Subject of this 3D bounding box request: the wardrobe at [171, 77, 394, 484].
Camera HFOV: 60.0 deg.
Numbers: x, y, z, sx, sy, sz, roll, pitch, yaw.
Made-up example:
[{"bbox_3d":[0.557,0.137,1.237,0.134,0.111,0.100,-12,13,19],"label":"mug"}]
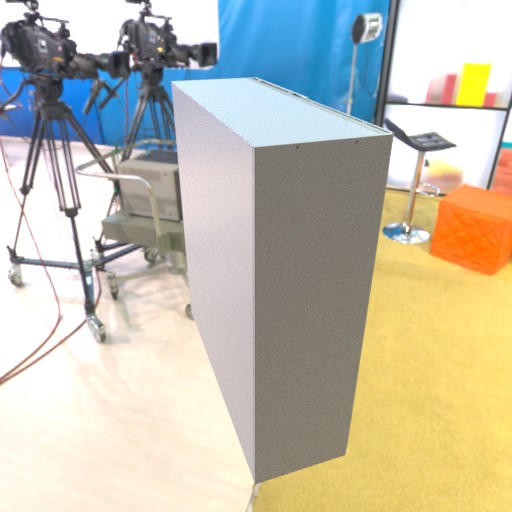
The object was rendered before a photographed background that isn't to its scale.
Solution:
[{"bbox_3d":[0.000,0.000,2.899,0.629,1.960,1.780,-10,30,-17],"label":"wardrobe"}]
